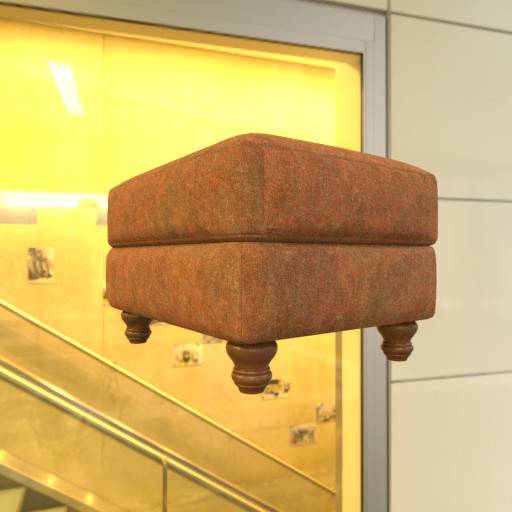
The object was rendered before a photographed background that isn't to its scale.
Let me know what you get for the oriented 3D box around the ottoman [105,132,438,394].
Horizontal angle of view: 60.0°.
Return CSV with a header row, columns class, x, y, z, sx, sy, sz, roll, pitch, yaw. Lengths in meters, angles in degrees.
class,x,y,z,sx,sy,sz,roll,pitch,yaw
ottoman,0.000,0.000,1.196,0.635,0.508,0.787,0,0,-36
